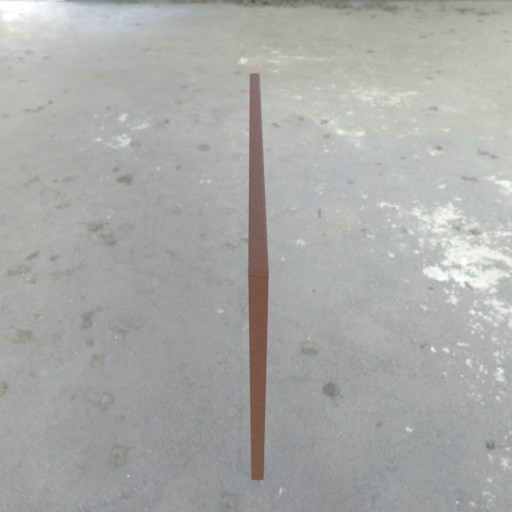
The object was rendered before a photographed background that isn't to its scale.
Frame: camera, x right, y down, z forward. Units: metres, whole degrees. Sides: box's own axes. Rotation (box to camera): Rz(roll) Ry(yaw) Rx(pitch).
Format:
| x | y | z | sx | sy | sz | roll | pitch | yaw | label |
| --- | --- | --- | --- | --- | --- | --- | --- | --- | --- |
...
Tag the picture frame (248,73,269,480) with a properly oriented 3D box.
| x | y | z | sx | sy | sz | roll | pitch | yaw | label |
| --- | --- | --- | --- | --- | --- | --- | --- | --- | --- |
| 0.000 | 0.000 | 1.797 | 0.045 | 1.018 | 1.329 | 0 | 40 | 0 | picture frame |
